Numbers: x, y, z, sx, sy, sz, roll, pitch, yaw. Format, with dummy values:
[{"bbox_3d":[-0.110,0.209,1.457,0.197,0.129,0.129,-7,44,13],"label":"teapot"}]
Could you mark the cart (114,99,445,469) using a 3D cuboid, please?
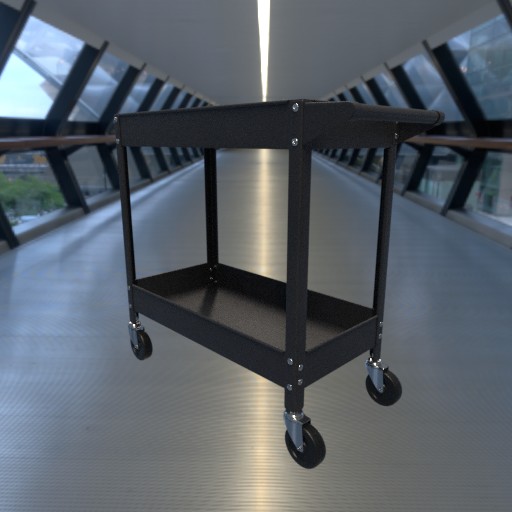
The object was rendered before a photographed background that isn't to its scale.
[{"bbox_3d":[0.000,0.000,1.152,0.366,0.719,0.779,-14,20,-43],"label":"cart"}]
